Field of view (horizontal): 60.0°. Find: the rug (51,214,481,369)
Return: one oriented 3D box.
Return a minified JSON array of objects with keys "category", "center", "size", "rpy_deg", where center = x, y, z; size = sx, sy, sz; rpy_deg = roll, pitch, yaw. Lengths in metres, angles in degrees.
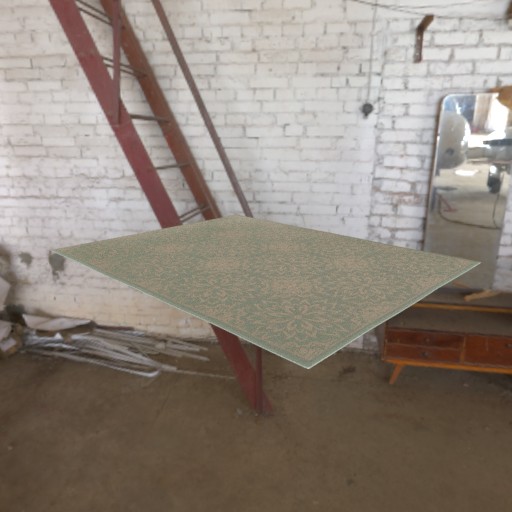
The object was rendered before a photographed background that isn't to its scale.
[{"category":"rug","center":[0.000,0.000,3.907],"size":[2.980,0.012,2.363],"rpy_deg":[15,22,42]}]
